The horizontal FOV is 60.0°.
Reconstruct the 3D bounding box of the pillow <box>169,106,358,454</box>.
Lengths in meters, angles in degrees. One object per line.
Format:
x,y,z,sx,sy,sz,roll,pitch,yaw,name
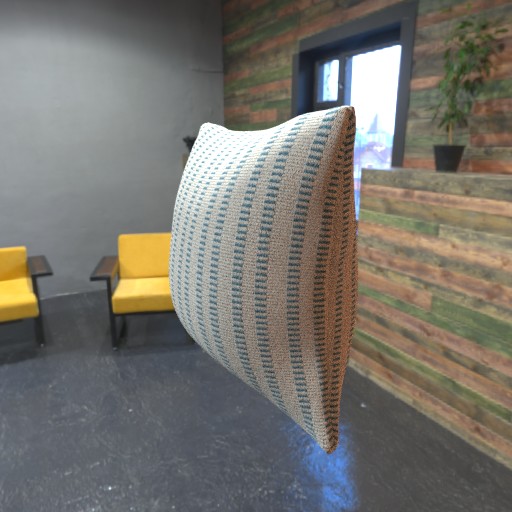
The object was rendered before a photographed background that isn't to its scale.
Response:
0.000,0.000,0.694,0.247,0.419,0.438,-7,15,-26,pillow
